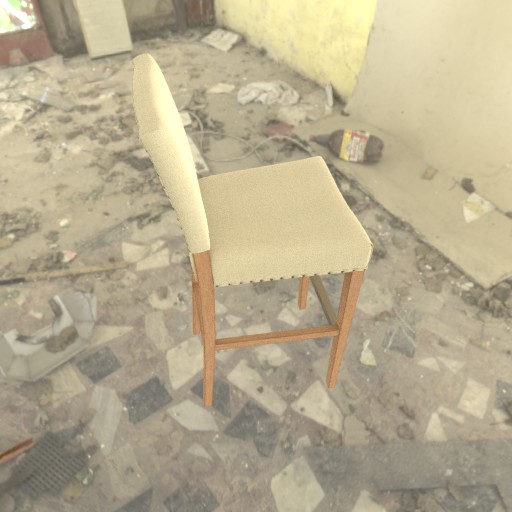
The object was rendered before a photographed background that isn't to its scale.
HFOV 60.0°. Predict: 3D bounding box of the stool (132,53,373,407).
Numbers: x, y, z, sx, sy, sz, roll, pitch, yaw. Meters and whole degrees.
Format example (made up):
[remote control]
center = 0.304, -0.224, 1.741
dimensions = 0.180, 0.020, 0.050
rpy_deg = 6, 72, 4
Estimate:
[stool]
center = 0.000, 0.000, 1.391
dimensions = 0.546, 1.143, 0.428
rpy_deg = -9, 46, -9
